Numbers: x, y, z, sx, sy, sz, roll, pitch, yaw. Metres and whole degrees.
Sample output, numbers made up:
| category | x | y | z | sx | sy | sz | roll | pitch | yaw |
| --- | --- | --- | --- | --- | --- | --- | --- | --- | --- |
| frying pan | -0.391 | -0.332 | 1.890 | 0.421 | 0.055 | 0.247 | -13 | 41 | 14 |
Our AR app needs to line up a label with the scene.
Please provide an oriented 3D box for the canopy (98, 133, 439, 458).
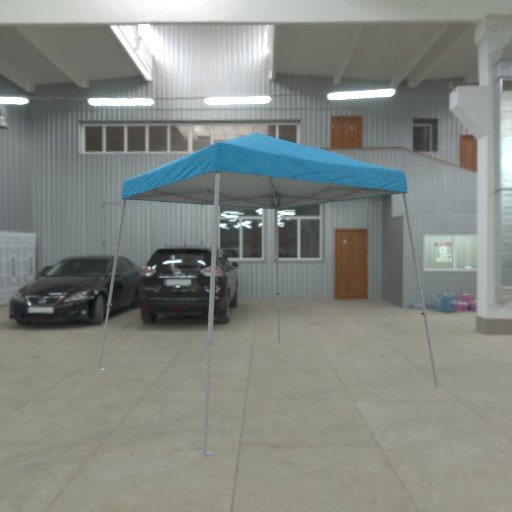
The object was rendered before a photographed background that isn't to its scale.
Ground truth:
| category | x | y | z | sx | sy | sz | roll | pitch | yaw |
| --- | --- | --- | --- | --- | --- | --- | --- | --- | --- |
| canopy | 0.000 | 0.000 | 5.146 | 2.849 | 2.850 | 2.850 | -1 | 1 | -34 |
